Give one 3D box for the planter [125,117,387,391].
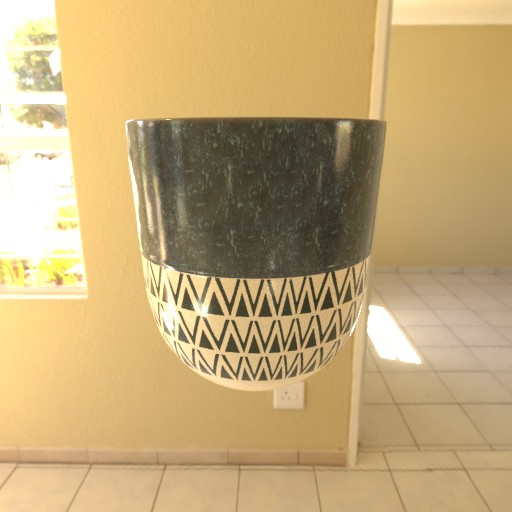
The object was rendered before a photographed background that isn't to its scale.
[{"bbox_3d":[0.000,0.000,0.370,0.195,0.214,0.195,0,15,0],"label":"planter"}]
